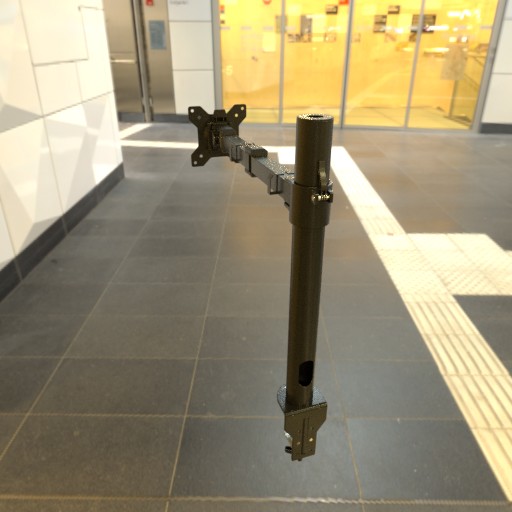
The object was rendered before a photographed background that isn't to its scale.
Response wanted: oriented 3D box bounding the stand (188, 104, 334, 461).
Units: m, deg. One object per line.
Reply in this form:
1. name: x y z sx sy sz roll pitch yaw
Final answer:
1. stand: 0.000 0.000 0.746 0.115 0.510 0.456 -9 27 -17
